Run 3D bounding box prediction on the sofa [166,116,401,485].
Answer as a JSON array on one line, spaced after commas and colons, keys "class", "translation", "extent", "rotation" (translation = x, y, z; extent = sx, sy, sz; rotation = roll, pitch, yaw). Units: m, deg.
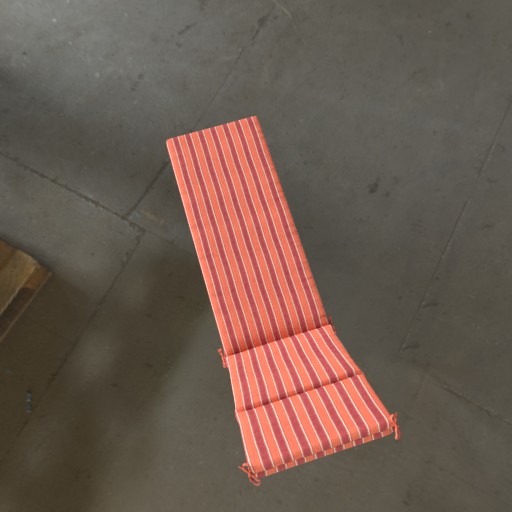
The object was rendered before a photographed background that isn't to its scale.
[{"class": "sofa", "translation": [0.000, 0.000, 1.959], "extent": [0.582, 0.622, 1.663], "rotation": [-16, 75, -4]}]
